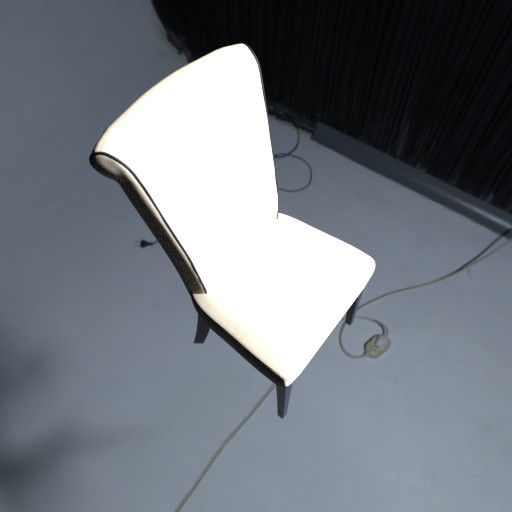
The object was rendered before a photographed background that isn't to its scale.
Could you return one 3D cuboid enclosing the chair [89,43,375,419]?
[{"bbox_3d":[0.000,0.000,1.380,0.623,0.997,0.522,34,64,19],"label":"chair"}]
